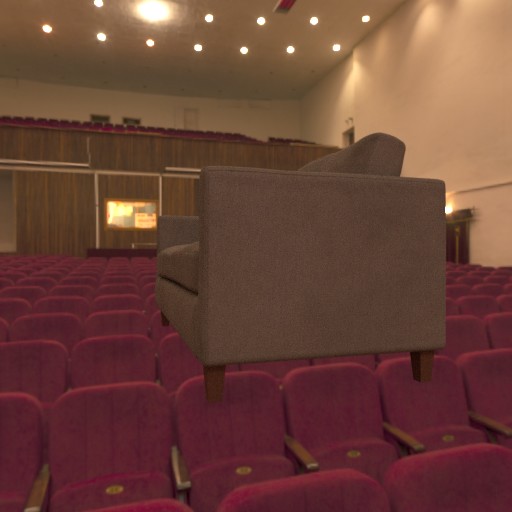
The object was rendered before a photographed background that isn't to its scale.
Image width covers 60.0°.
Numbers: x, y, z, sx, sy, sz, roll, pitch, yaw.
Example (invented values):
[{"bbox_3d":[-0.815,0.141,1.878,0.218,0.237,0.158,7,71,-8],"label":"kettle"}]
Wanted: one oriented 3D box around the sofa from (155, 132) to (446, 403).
[{"bbox_3d":[0.000,0.000,2.397,0.950,0.963,1.884,0,0,-17],"label":"sofa"}]
